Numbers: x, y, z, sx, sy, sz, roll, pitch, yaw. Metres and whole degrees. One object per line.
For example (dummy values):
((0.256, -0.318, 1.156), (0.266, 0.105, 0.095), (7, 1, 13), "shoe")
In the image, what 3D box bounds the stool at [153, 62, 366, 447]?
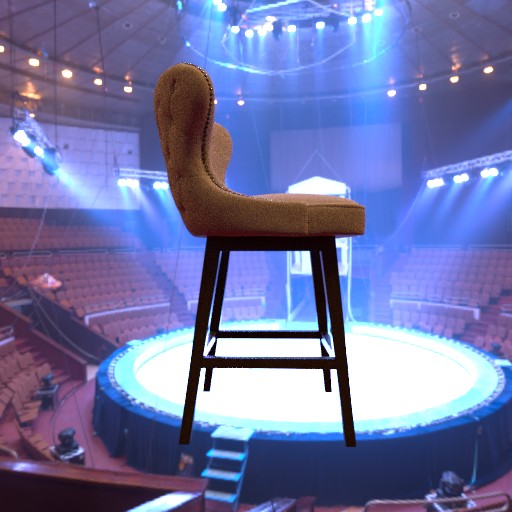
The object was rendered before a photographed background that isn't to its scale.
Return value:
((0.000, 0.000, 1.360), (0.597, 0.972, 0.615), (0, 1, 2), "stool")
